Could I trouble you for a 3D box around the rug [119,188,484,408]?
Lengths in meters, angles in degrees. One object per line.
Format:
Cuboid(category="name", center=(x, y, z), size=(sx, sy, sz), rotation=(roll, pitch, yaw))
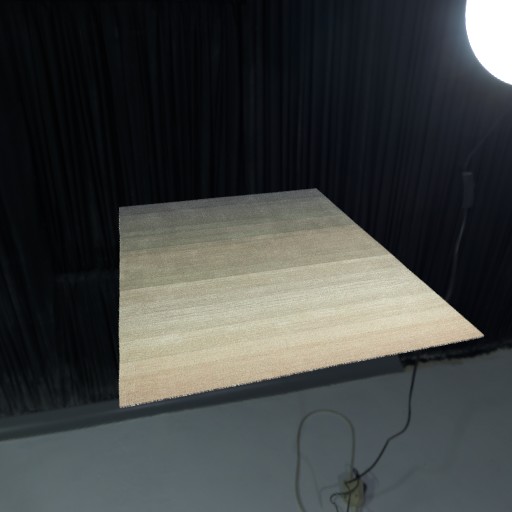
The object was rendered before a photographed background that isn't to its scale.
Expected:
Cuboid(category="rug", center=(0.000, 0.000, 3.883), size=(2.315, 0.015, 2.932), rotation=(-7, 29, -13))
